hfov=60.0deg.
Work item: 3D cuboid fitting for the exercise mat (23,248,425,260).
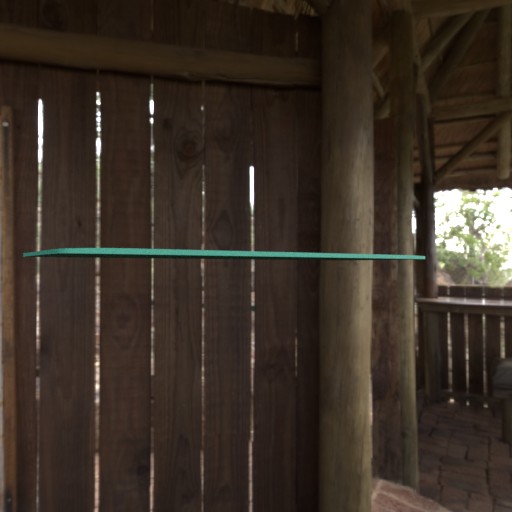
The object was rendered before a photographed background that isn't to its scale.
[{"bbox_3d":[0.000,0.000,2.067,1.869,0.021,0.616,1,-2,-36],"label":"exercise mat"}]
